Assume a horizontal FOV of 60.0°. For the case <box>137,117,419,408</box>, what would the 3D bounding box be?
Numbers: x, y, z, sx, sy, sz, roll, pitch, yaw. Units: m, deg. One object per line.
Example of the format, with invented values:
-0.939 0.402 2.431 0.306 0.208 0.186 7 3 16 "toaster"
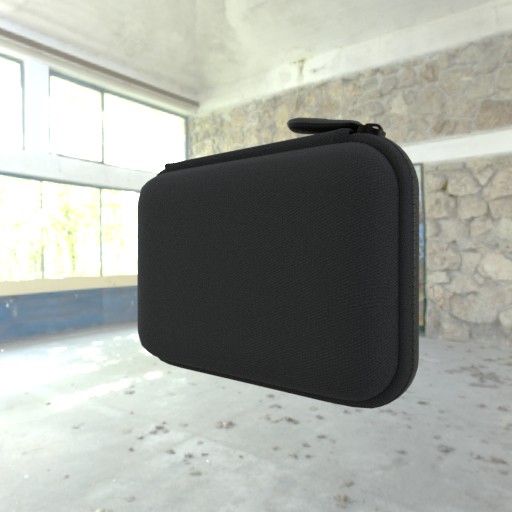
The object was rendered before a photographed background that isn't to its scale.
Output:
0.000 0.000 0.183 0.132 0.105 0.038 0 0 38 "case"
